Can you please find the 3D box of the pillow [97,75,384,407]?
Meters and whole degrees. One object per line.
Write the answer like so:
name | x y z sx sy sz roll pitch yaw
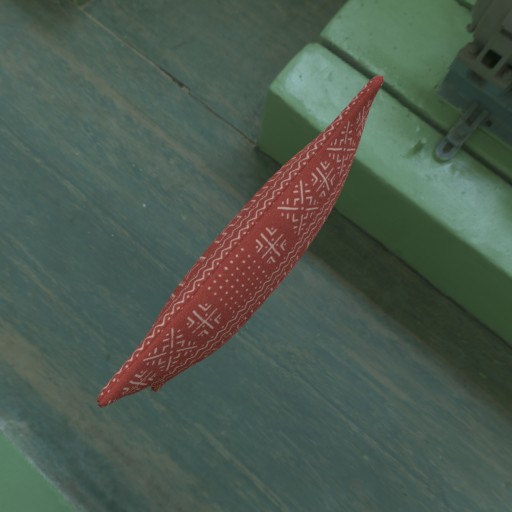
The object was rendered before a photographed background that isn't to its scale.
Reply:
pillow | 0.000 0.000 0.793 0.130 0.352 0.640 39 79 9
